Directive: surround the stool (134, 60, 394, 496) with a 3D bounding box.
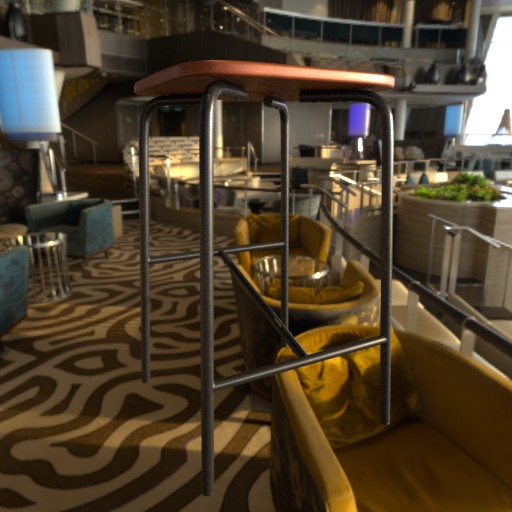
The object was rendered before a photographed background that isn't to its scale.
[{"bbox_3d":[0.000,0.000,0.826,0.376,0.610,0.376,-8,17,-27],"label":"stool"}]
